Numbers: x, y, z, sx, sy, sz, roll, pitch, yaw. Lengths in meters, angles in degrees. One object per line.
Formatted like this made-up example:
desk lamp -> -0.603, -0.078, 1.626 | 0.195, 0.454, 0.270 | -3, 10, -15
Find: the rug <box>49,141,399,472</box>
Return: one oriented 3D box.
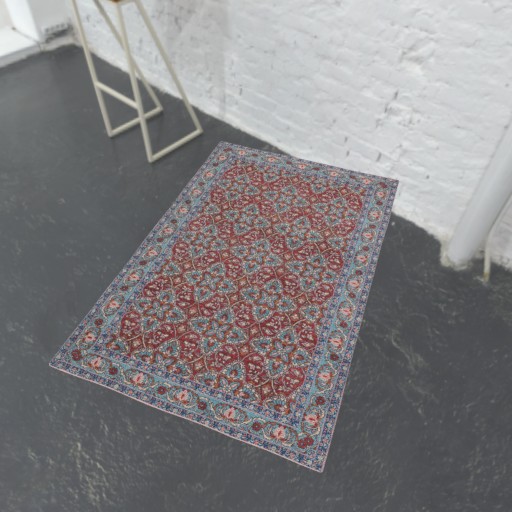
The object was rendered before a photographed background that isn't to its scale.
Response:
rug -> 0.000, 0.000, 2.335 | 1.219, 0.009, 1.829 | 16, 50, 14
